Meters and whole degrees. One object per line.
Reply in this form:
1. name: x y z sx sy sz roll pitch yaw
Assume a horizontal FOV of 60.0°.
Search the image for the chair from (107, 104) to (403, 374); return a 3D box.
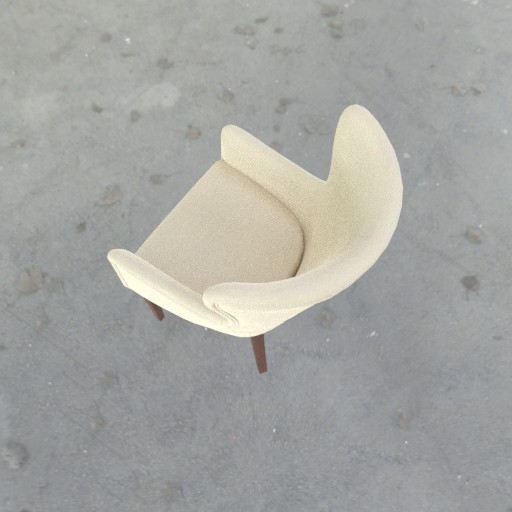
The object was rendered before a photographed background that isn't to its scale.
1. chair: 0.000 0.000 1.545 0.744 0.990 0.696 31 67 15
